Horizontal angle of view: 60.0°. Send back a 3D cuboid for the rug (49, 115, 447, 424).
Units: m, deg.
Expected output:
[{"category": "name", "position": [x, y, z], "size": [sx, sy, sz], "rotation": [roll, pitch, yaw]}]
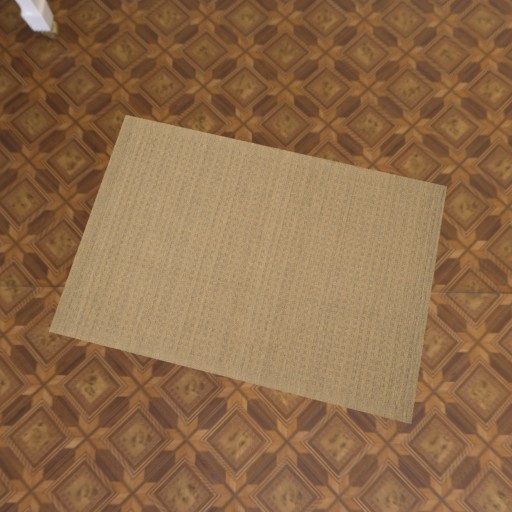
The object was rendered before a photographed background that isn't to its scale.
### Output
[{"category": "rug", "position": [0.000, 0.000, 3.664], "size": [2.895, 0.006, 1.981], "rotation": [13, 76, 3]}]
